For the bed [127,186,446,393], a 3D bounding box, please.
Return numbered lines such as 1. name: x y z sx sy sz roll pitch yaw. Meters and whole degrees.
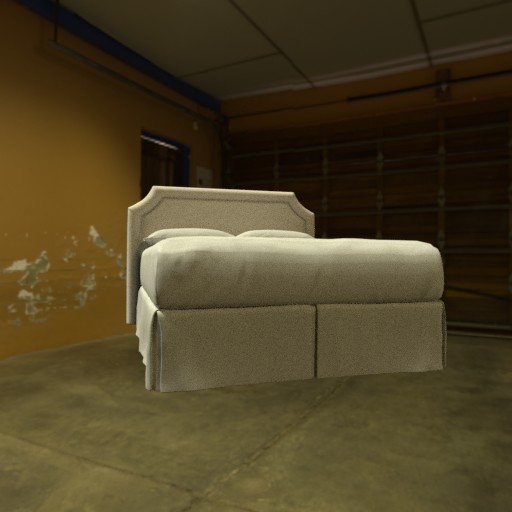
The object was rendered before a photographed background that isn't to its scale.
1. bed: 0.000 0.000 3.270 1.828 1.297 2.164 0 -1 -16
